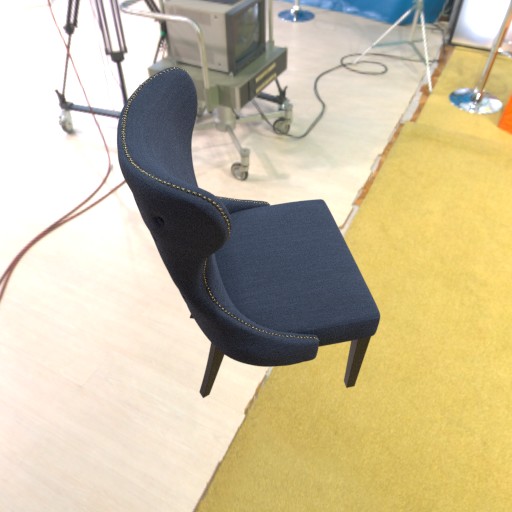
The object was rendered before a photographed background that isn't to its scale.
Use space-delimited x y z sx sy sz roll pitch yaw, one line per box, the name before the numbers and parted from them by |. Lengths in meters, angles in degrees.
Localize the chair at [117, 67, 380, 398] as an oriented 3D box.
chair | 0.000 0.000 1.360 0.635 0.967 0.628 -9 47 -8
